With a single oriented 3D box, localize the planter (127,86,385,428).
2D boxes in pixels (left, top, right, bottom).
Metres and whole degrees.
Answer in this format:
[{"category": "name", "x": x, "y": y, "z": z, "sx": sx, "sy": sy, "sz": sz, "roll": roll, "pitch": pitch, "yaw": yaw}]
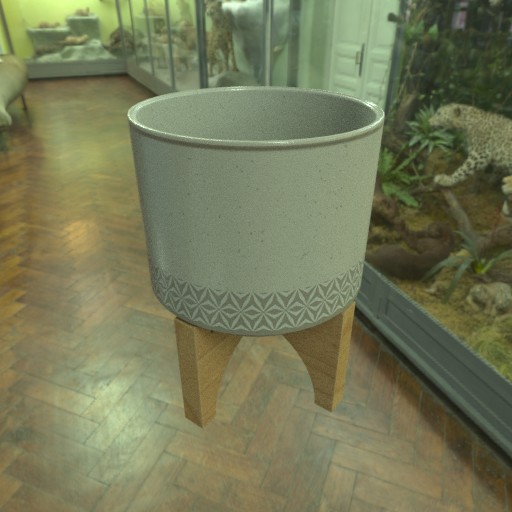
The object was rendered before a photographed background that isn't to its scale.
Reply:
[{"category": "planter", "x": 0.000, "y": 0.000, "z": 0.274, "sx": 0.130, "sy": 0.178, "sz": 0.130, "roll": 0, "pitch": 30, "yaw": 0}]
